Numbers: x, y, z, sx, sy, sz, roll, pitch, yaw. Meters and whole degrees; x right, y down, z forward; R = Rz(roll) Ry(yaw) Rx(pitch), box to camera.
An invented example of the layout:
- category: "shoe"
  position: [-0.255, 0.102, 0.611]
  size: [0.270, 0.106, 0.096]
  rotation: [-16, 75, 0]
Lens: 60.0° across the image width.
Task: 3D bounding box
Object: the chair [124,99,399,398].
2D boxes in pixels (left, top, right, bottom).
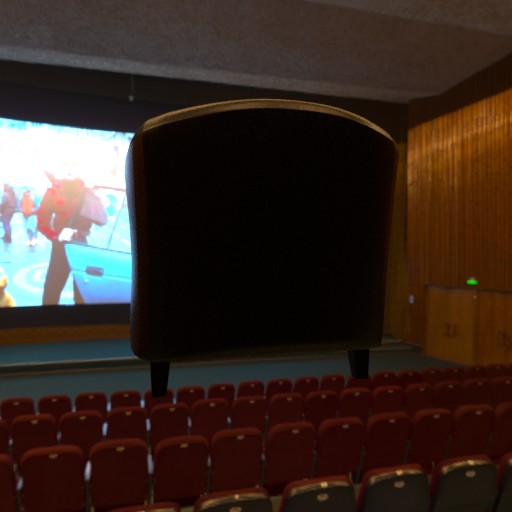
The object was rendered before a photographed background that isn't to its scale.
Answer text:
- category: "chair"
  position: [0.000, 0.000, 1.391]
  size: [0.793, 0.756, 0.727]
  rotation: [0, 1, -16]
